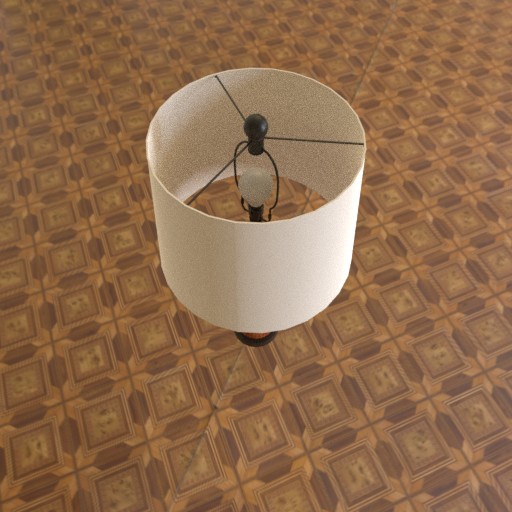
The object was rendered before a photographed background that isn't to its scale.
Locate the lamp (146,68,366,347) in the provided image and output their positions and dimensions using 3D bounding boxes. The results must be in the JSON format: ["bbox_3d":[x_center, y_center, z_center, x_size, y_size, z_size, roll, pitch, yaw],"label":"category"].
[{"bbox_3d":[0.000,0.000,0.846,0.349,0.667,0.349,0,58,0],"label":"lamp"}]
